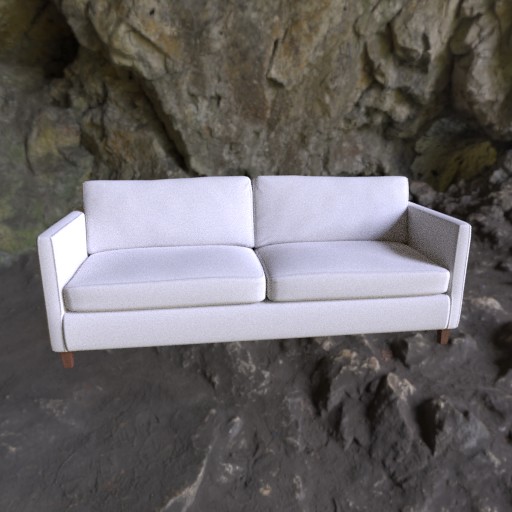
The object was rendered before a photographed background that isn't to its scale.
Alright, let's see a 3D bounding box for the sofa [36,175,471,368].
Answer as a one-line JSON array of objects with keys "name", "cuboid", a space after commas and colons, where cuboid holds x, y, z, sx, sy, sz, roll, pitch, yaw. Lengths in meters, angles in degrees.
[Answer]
[{"name": "sofa", "cuboid": [0.000, 0.000, 2.843, 2.361, 0.962, 0.951, -2, 17, -7]}]
